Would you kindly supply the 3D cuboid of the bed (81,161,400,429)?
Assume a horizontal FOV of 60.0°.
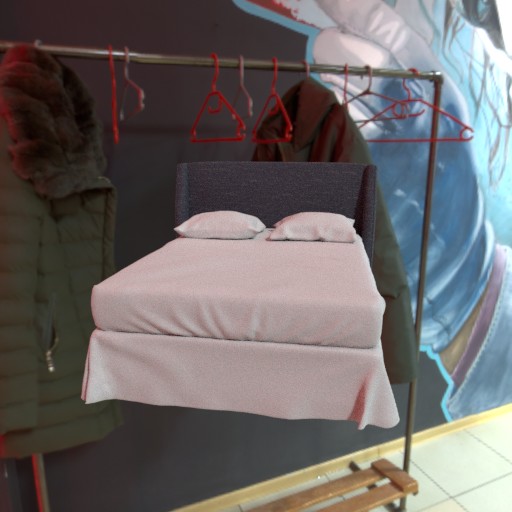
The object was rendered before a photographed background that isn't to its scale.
[{"bbox_3d":[0.000,0.000,3.370,1.925,1.332,2.276,2,14,9],"label":"bed"}]
